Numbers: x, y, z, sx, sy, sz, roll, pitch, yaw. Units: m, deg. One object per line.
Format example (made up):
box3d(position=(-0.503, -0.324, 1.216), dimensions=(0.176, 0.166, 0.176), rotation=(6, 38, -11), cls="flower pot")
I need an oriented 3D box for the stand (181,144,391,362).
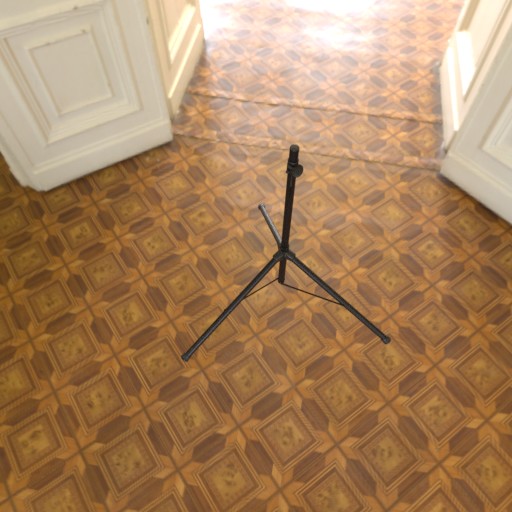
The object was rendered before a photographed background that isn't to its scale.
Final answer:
box3d(position=(0.000, 0.000, 2.756), dimensions=(1.339, 1.595, 1.596), rotation=(-31, 63, -18), cls="stand")
